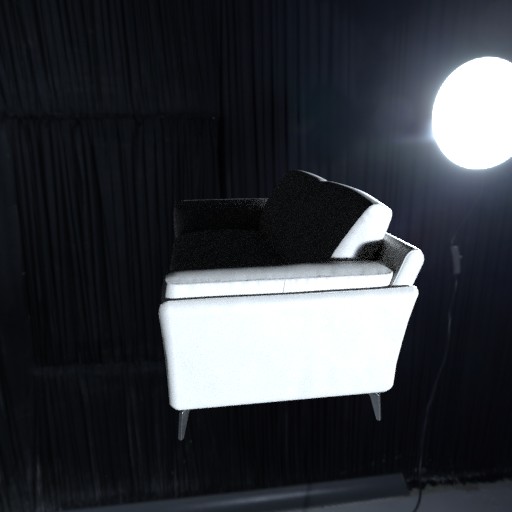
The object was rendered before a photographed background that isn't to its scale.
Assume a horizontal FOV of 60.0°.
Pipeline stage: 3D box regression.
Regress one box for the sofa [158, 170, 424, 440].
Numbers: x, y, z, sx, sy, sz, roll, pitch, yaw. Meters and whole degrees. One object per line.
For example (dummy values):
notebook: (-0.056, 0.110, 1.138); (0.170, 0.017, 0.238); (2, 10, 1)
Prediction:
sofa: (0.000, 0.000, 2.690); (1.049, 0.930, 2.101); (-2, 16, -8)
